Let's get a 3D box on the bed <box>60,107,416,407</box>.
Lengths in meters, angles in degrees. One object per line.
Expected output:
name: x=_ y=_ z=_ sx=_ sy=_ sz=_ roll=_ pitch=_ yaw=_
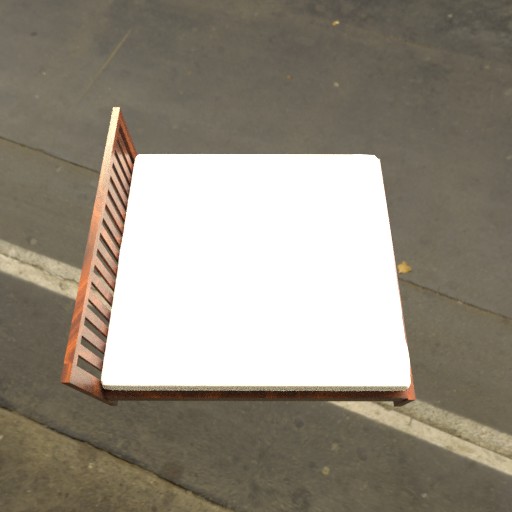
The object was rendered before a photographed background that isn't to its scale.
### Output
bed: x=0.000 y=0.000 z=3.120 sx=2.030 sy=0.890 sz=1.905 roll=0 pitch=64 yaw=0
